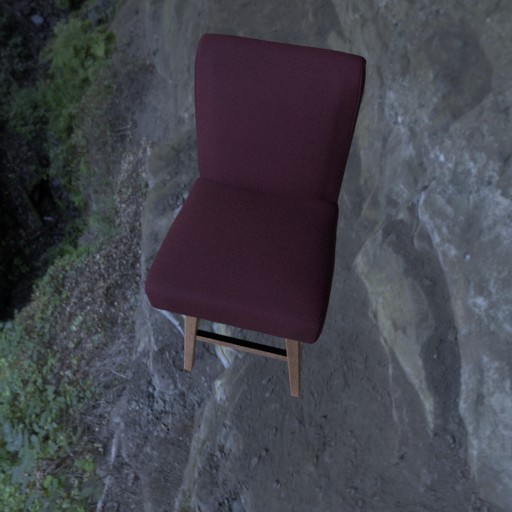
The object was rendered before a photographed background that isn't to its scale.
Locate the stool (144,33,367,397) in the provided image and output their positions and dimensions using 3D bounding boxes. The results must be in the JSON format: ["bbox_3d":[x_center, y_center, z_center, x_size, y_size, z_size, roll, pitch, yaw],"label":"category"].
[{"bbox_3d":[0.000,0.000,1.367,0.468,1.093,0.562,12,59,7],"label":"stool"}]
